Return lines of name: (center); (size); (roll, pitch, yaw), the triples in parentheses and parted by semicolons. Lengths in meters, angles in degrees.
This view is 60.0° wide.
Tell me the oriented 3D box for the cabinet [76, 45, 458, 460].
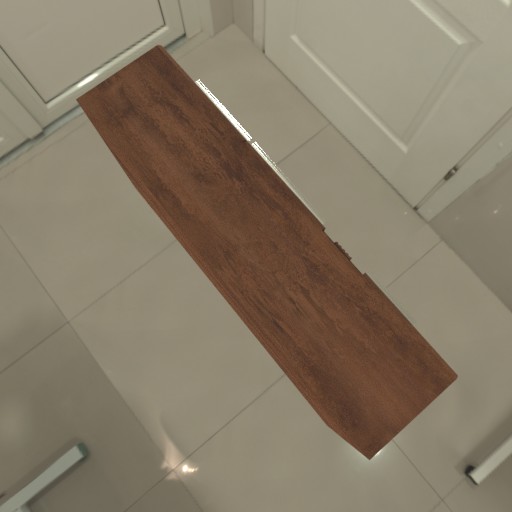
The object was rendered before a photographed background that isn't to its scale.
cabinet: (0.000, 0.000, 1.963); (0.420, 0.900, 1.600); (-38, 79, -9)
